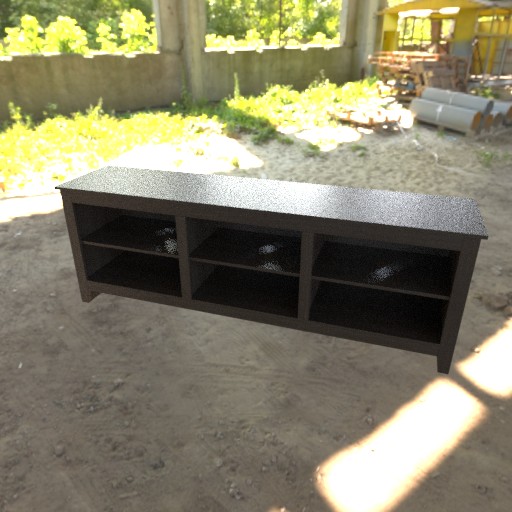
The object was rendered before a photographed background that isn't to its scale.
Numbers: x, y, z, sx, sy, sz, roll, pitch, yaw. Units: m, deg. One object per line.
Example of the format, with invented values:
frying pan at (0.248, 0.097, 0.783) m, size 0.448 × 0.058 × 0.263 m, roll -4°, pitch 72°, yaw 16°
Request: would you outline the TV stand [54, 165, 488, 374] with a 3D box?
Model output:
TV stand at (0.000, 0.000, 2.045) m, size 1.778 × 0.610 × 0.406 m, roll 8°, pitch 27°, yaw 16°
